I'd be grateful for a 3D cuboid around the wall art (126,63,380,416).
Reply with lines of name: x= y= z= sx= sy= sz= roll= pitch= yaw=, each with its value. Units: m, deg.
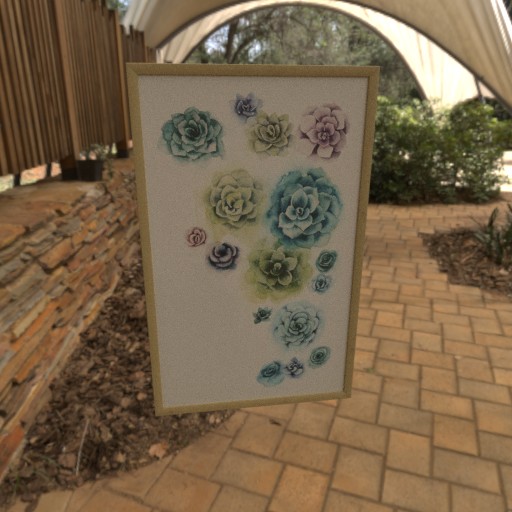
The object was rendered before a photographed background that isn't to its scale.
wall art: x=0.000 y=0.000 z=1.022 sx=0.510 sy=0.810 sz=0.039 roll=-3 pitch=19 yaw=-8
